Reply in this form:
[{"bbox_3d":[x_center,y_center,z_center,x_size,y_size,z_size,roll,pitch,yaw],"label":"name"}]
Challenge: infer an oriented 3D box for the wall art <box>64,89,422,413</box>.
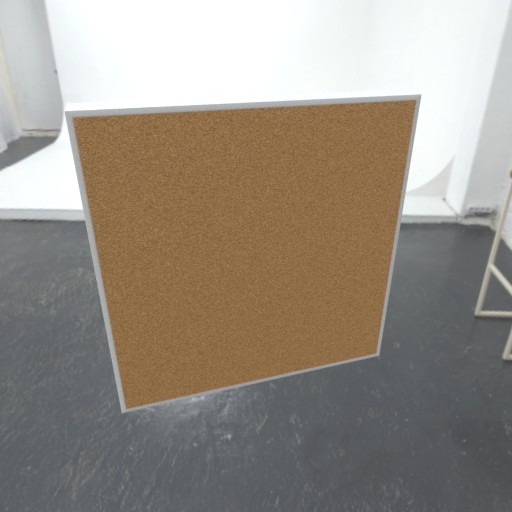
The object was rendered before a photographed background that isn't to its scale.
[{"bbox_3d":[0.000,0.000,0.450,0.305,0.304,0.038,-8,28,-15],"label":"wall art"}]
